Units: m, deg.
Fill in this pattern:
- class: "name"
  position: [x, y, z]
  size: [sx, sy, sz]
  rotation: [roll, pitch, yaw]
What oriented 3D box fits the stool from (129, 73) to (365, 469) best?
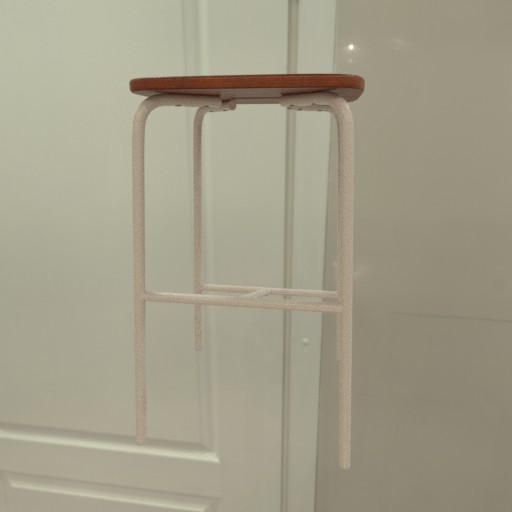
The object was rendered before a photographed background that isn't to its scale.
- class: "stool"
  position: [0.000, 0.000, 0.854]
  size: [0.376, 0.610, 0.376]
  rotation: [3, 16, 9]
